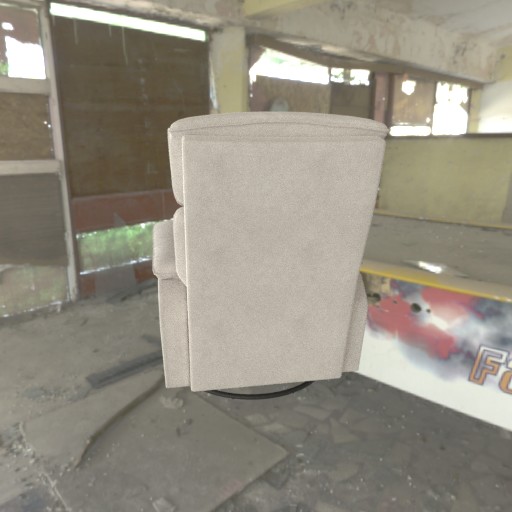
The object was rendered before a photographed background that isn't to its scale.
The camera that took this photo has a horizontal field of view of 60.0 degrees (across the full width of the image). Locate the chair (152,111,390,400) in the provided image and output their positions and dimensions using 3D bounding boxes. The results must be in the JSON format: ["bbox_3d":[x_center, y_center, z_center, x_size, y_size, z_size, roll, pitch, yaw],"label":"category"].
[{"bbox_3d":[0.000,0.000,1.760,0.820,1.039,1.001,-2,15,-10],"label":"chair"}]
